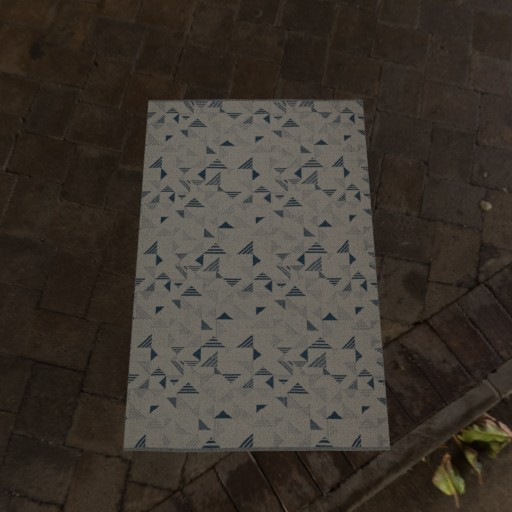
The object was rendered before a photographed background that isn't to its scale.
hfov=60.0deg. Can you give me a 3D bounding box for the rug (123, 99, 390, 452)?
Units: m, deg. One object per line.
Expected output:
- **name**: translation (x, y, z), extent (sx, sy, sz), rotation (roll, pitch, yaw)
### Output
- **rug**: translation (0.000, 0.000, 2.249), extent (1.206, 0.003, 1.835), rotation (0, 74, 0)
